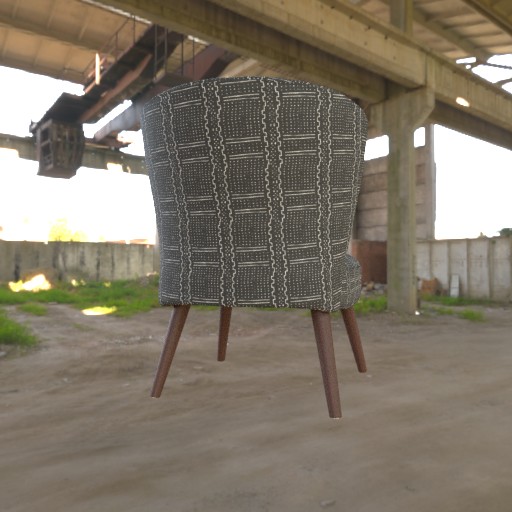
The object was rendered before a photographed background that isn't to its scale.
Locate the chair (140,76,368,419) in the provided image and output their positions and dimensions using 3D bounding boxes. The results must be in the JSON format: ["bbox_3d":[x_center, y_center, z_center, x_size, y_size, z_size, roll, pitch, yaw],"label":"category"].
[{"bbox_3d":[0.000,0.000,1.423,0.710,0.866,0.758,0,-1,19],"label":"chair"}]
